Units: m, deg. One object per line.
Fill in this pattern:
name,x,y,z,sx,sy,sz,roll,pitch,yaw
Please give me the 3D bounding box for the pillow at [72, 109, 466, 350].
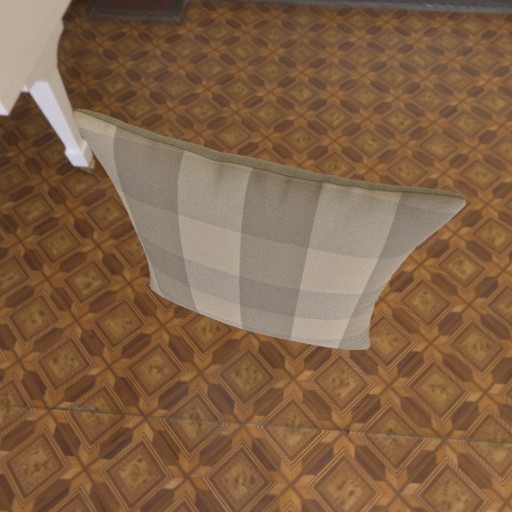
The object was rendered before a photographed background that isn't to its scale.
pillow,0.000,0.000,0.767,0.511,0.509,0.161,15,61,9
